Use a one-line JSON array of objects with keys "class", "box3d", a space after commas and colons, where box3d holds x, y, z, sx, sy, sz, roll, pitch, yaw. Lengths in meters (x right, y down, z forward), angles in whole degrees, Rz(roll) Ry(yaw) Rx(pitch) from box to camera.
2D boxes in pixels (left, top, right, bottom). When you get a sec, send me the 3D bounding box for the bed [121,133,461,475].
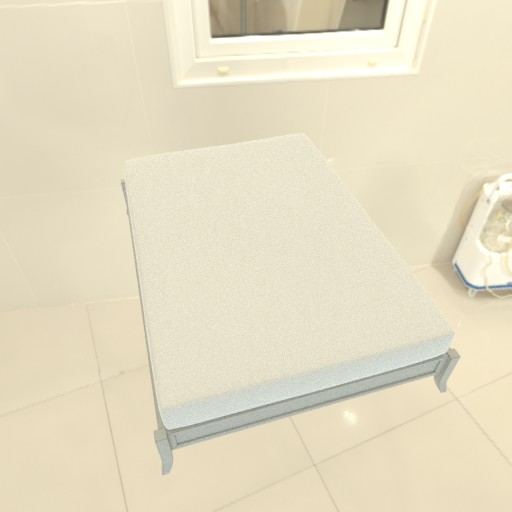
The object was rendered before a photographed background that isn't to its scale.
[{"class": "bed", "box3d": [0.000, 0.000, 2.646, 1.460, 0.510, 1.985, -12, 45, -12]}]
